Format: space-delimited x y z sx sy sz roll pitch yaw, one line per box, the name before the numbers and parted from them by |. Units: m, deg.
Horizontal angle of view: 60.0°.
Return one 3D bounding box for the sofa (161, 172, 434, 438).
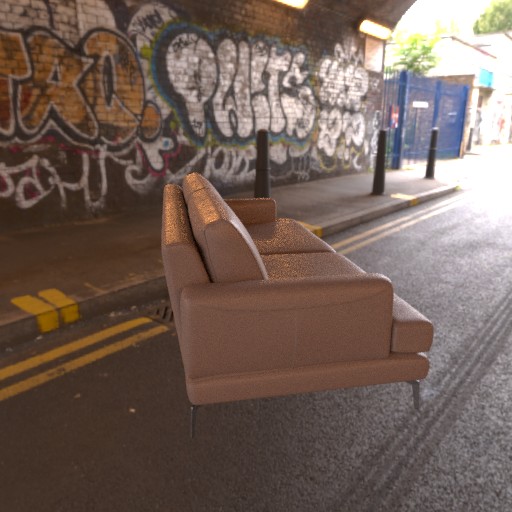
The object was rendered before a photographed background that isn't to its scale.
sofa | 0.000 0.000 2.425 0.974 0.765 1.940 -3 17 -11
